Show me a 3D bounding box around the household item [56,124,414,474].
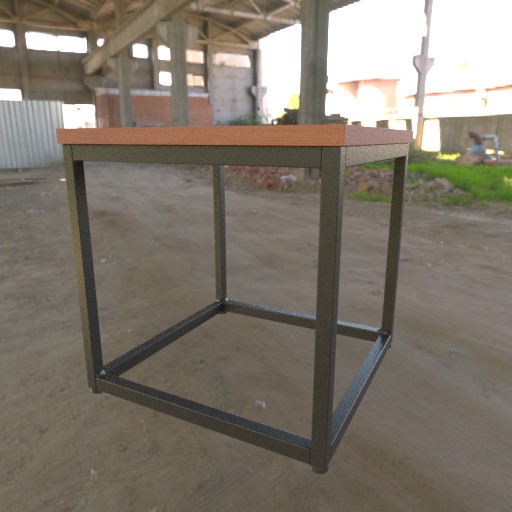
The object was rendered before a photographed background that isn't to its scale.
[{"bbox_3d":[0.000,0.000,0.730,0.400,0.400,0.400,8,17,27],"label":"household item"}]
